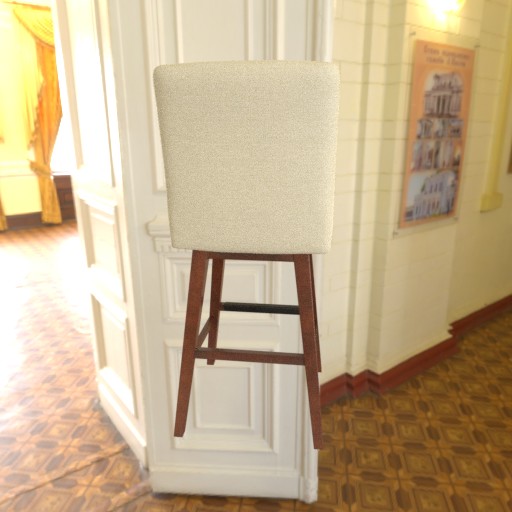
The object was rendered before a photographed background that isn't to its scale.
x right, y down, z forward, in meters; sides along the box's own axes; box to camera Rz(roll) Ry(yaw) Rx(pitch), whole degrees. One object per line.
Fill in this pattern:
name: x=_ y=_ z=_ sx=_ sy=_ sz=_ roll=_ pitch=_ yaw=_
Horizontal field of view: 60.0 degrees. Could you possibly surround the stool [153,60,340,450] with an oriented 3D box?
stool: x=0.000 y=0.000 z=1.430 sx=0.470 sy=1.097 sz=0.559 roll=2 pitch=16 yaw=7
